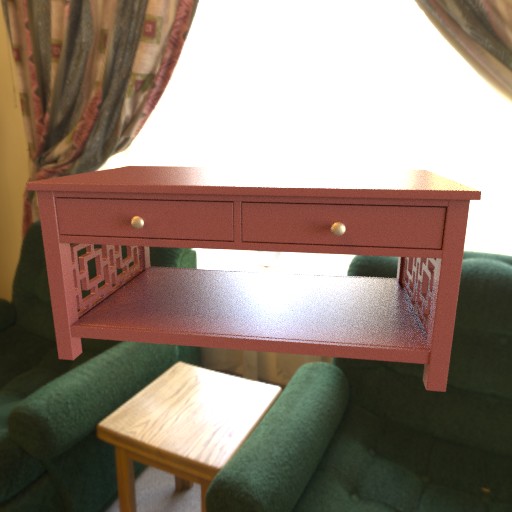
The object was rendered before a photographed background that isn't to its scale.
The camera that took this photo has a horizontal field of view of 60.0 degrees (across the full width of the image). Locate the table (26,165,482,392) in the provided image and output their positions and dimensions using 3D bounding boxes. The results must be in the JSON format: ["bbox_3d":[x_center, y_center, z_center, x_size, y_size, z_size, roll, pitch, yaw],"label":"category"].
[{"bbox_3d":[0.000,0.000,1.367,1.068,0.493,0.612,2,16,9],"label":"table"}]
